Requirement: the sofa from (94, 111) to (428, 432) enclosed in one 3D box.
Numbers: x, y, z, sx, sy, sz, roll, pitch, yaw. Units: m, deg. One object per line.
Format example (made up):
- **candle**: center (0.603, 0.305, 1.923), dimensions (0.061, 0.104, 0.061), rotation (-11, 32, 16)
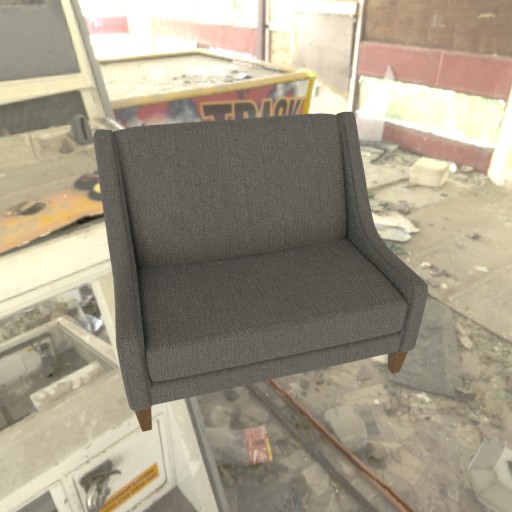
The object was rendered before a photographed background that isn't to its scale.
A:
- **sofa**: center (0.000, 0.000, 1.968), dimensions (1.242, 1.022, 0.873), rotation (-8, 32, -14)
